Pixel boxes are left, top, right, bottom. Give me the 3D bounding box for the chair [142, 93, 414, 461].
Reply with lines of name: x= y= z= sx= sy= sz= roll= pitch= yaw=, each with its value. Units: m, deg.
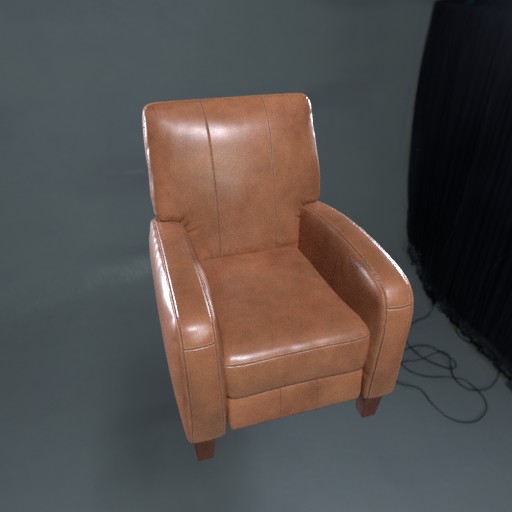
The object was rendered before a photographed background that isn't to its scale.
chair: x=0.000 y=0.000 z=1.646 sx=0.762 sy=0.990 sz=0.990 roll=-9 pitch=33 yaw=-14
